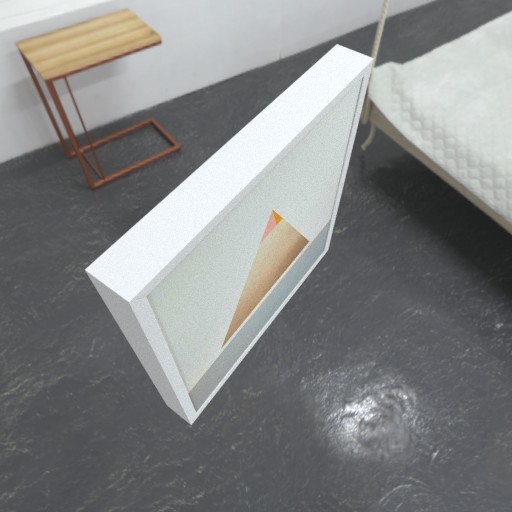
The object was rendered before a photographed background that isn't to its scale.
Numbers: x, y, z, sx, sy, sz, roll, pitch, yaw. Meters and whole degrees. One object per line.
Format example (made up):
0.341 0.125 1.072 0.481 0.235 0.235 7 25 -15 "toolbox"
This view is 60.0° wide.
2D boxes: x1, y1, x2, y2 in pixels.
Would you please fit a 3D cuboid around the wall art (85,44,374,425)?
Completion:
0.000 0.000 0.462 0.038 0.304 0.305 31 62 19 "wall art"
